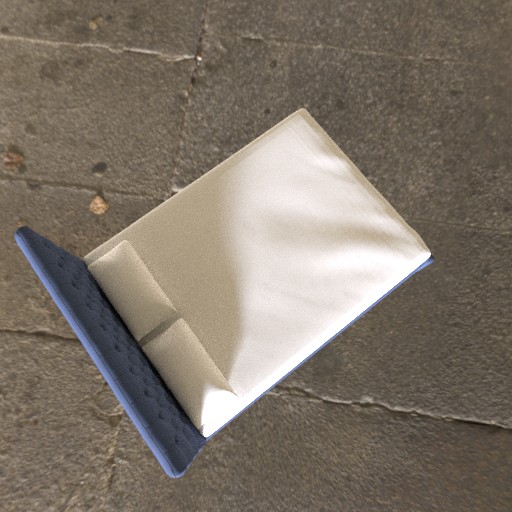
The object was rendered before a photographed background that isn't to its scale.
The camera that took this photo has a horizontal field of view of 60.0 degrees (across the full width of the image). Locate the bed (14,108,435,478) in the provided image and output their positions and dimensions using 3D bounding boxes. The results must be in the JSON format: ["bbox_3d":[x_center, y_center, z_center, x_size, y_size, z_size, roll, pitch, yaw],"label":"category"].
[{"bbox_3d":[0.000,0.000,3.304,2.387,1.427,1.706,-36,79,-9],"label":"bed"}]
